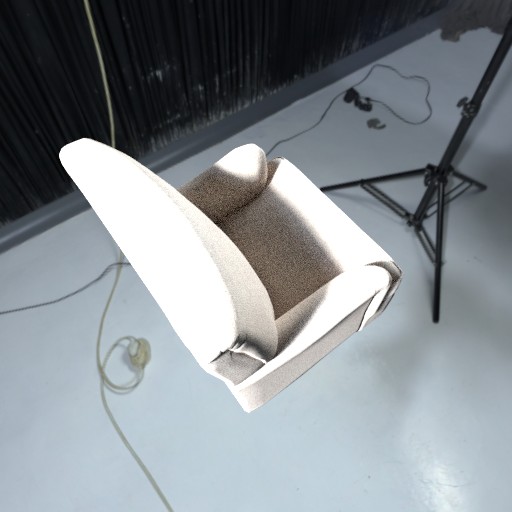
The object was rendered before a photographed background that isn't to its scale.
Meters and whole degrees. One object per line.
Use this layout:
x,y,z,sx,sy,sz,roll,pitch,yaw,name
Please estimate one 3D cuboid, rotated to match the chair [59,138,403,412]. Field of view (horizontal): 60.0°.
0.000,0.000,1.804,0.953,1.119,0.879,-32,63,-18,chair
